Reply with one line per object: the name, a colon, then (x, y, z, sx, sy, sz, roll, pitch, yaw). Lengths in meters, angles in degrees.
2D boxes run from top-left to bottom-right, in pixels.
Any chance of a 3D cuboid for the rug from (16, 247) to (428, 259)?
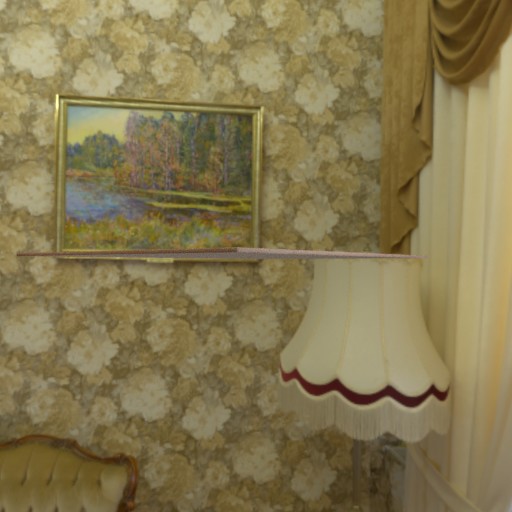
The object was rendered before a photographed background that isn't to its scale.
rug: (0.000, 0.000, 2.278, 1.219, 0.014, 1.829, -1, -1, 36)
